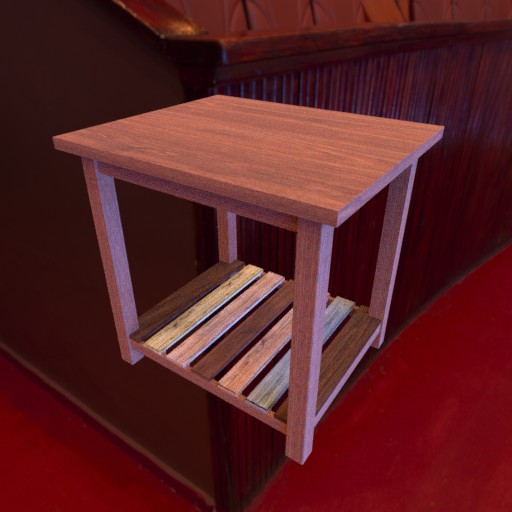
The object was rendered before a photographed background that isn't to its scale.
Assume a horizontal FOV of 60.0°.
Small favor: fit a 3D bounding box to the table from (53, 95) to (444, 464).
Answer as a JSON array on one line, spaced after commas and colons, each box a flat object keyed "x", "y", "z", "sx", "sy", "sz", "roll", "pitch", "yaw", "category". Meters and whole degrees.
[{"x": 0.000, "y": 0.000, "z": 1.135, "sx": 0.660, "sy": 0.635, "sz": 0.559, "roll": 19, "pitch": 35, "yaw": 29, "category": "table"}]
